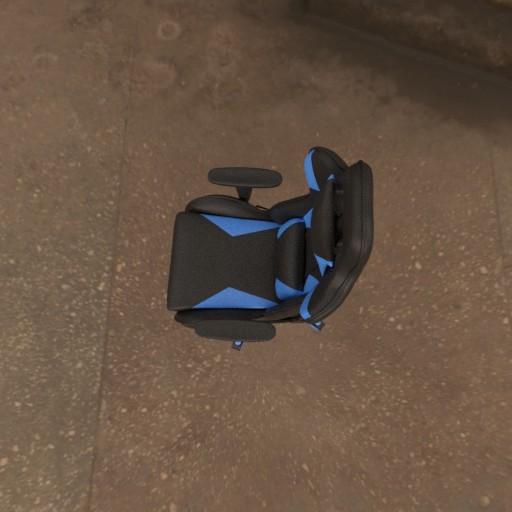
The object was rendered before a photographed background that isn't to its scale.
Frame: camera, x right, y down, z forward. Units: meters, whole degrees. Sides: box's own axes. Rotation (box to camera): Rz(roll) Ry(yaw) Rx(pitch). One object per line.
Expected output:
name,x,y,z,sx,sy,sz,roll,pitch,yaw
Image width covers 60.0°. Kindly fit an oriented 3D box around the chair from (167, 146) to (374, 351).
chair,0.000,0.000,1.733,0.730,1.282,0.695,3,76,1
